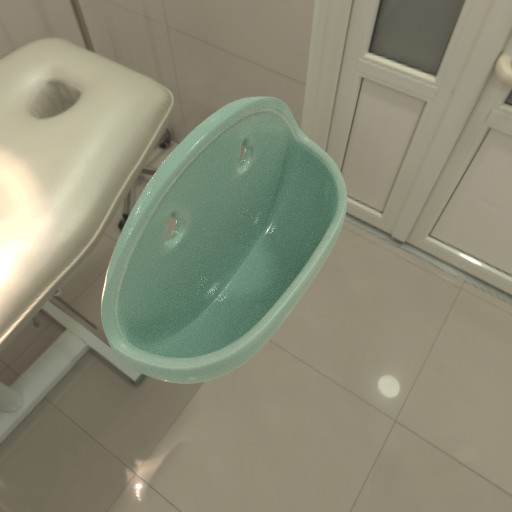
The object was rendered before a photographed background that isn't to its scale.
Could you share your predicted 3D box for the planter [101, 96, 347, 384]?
[{"bbox_3d":[0.000,0.000,0.270,0.073,0.164,0.189,30,62,18],"label":"planter"}]
